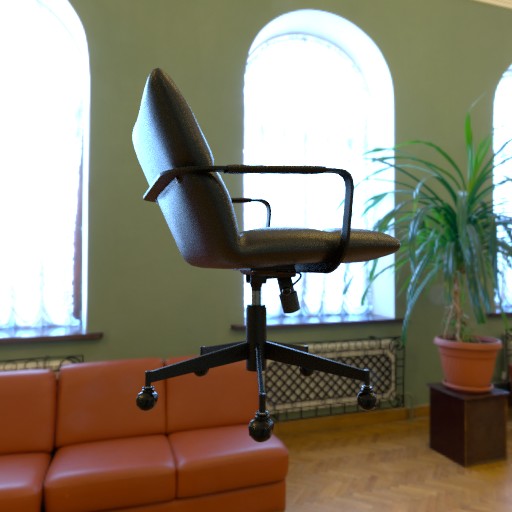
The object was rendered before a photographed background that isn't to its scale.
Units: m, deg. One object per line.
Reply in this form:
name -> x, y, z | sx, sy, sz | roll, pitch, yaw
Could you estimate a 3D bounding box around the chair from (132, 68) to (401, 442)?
chair -> 0.000, 0.000, 1.433 | 0.748, 0.922, 0.719 | 0, -1, -20
